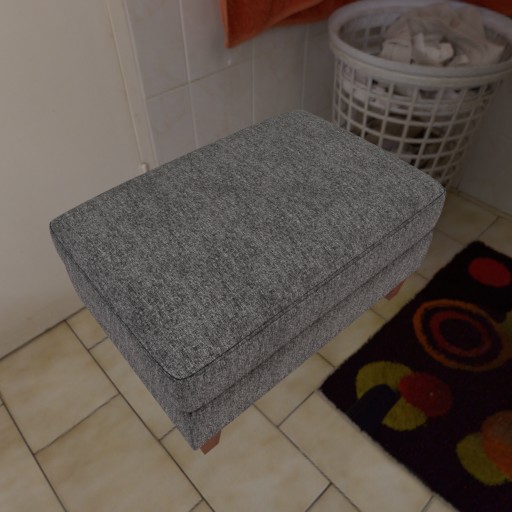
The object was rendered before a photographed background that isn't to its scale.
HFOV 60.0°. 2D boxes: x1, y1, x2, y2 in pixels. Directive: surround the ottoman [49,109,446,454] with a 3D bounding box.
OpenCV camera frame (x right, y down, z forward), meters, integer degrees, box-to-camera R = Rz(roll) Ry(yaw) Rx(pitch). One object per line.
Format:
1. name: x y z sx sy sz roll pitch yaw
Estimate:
1. ottoman: 0.000 0.000 1.218 0.864 0.483 0.584 -32 54 -27
